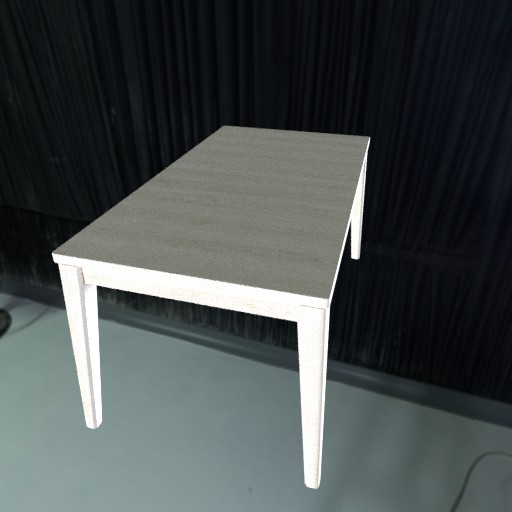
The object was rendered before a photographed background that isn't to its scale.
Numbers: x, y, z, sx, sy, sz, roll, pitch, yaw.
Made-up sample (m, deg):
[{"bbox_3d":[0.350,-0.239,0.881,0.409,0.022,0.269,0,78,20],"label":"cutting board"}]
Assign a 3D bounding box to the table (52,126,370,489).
[{"bbox_3d":[0.000,0.000,2.060,0.900,0.760,1.600,8,32,14],"label":"table"}]
